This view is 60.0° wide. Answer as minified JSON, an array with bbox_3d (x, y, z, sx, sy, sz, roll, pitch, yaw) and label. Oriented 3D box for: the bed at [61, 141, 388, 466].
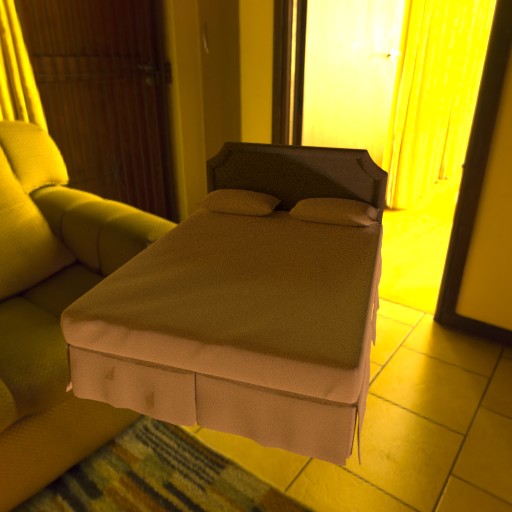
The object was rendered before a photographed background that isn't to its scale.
[{"bbox_3d":[0.000,0.000,3.509,1.977,1.306,2.464,7,26,16],"label":"bed"}]
